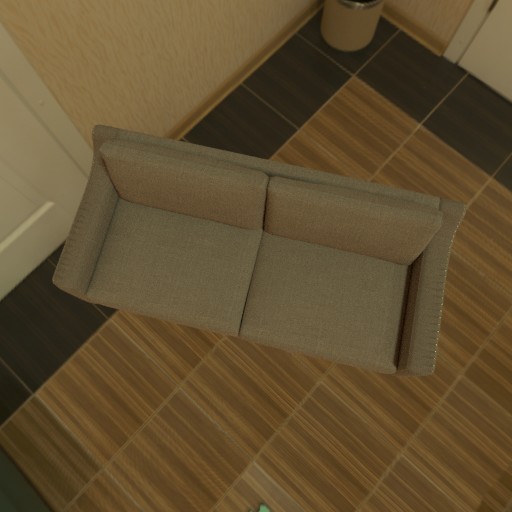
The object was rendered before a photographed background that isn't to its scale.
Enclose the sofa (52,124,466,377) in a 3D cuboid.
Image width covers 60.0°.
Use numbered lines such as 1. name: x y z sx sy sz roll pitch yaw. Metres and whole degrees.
1. sofa: 0.000 0.000 2.699 2.208 0.857 1.000 13 75 4
